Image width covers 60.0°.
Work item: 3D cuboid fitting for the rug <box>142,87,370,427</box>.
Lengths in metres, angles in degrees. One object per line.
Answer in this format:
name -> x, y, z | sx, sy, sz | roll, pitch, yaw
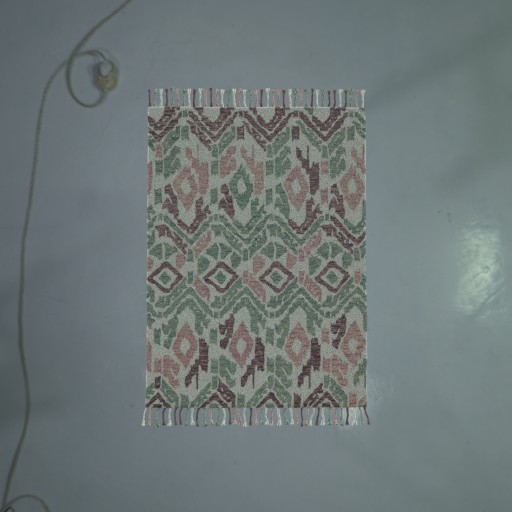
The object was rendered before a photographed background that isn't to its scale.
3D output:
rug -> 0.000, 0.000, 2.391 | 1.219, 0.010, 1.829 | 0, 89, -1
